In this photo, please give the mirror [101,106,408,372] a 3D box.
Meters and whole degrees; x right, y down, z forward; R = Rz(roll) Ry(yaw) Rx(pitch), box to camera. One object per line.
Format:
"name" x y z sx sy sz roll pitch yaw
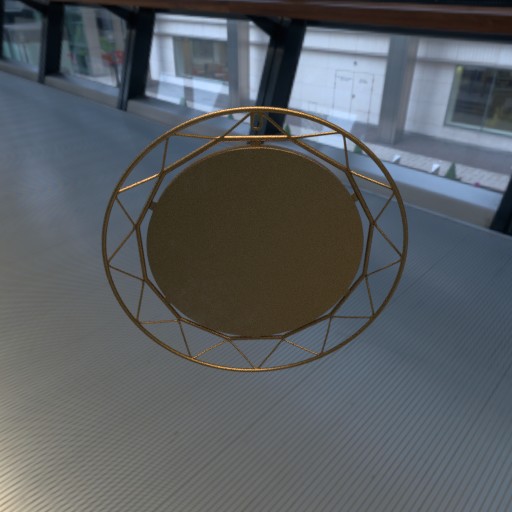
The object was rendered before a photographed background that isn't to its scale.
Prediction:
"mirror" 0.000 0.000 0.681 0.454 0.454 0.043 -1 31 -2
